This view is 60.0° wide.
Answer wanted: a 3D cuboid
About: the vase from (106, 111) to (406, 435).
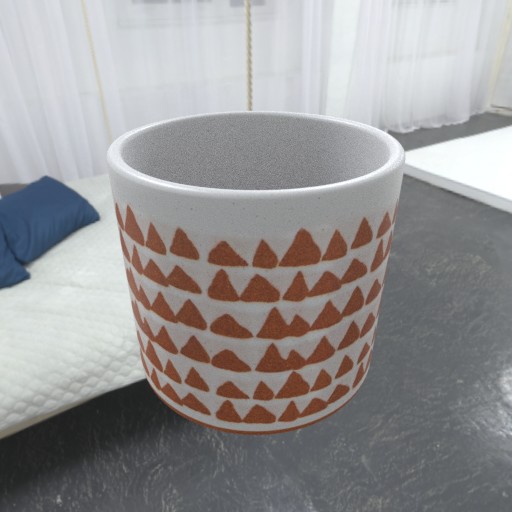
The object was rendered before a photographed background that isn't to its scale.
[{"bbox_3d":[0.000,0.000,0.241,0.137,0.127,0.137,0,30,0],"label":"vase"}]
